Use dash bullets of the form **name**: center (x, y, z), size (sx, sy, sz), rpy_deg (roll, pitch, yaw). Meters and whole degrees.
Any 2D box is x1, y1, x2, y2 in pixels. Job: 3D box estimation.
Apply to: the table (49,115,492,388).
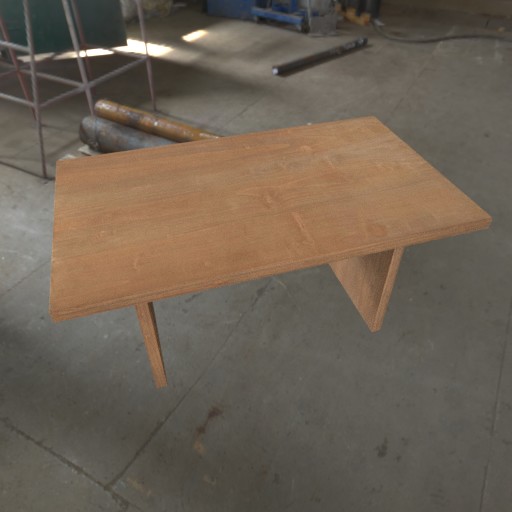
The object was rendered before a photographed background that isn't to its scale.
- **table**: center (0.000, 0.000, 2.119), size (1.609, 0.780, 0.946), rpy_deg (-12, 43, -13)
